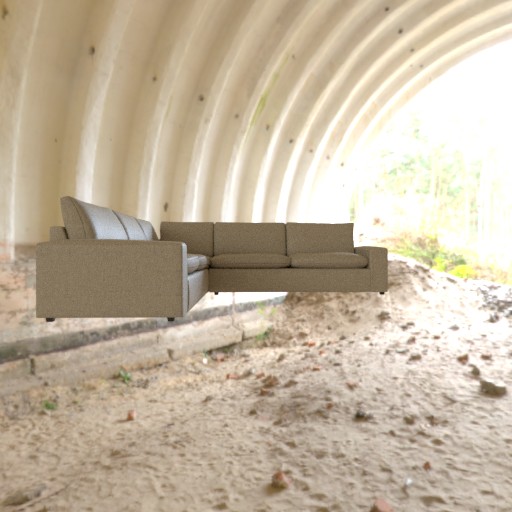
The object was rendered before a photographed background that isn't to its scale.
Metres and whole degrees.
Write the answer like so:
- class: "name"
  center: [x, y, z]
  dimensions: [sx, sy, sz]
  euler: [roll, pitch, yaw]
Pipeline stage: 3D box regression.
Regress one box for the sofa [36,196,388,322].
- class: "sofa"
  center: [0.000, 0.000, 4.026]
  dimensions: [2.742, 0.800, 2.622]
  euler: [0, 0, -2]
